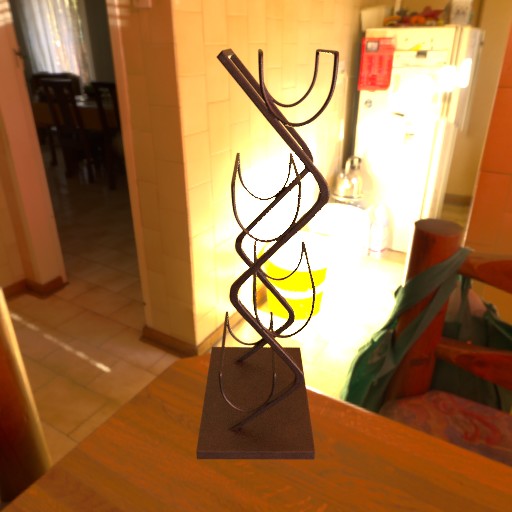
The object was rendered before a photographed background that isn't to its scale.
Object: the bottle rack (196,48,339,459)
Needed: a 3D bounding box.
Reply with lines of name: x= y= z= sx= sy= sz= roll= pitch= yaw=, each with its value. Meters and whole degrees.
bottle rack: x=0.000 y=0.000 z=0.661 sx=0.178 sy=0.559 sz=0.254 roll=0 pitch=26 yaw=0
